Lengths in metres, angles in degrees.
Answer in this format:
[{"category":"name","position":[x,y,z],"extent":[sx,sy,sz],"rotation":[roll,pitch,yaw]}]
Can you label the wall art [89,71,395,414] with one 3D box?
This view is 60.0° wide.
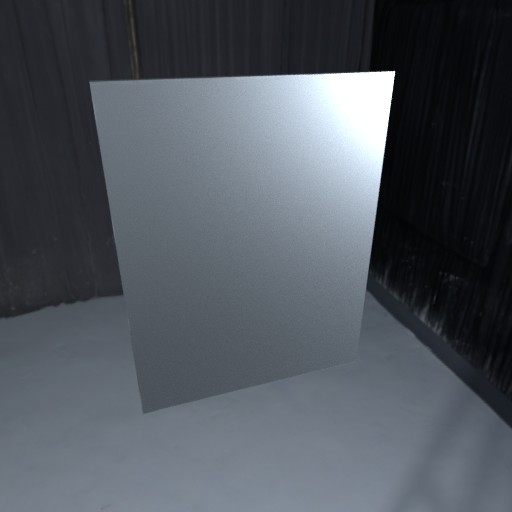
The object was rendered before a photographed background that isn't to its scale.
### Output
[{"category":"wall art","position":[0.000,0.000,1.384],"extent":[0.816,1.046,0.030],"rotation":[-9,29,-17]}]
